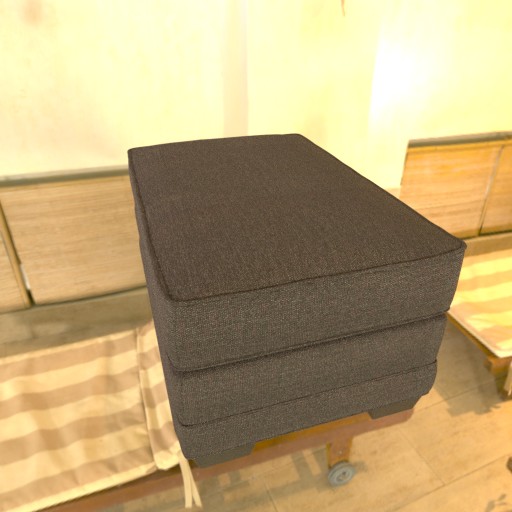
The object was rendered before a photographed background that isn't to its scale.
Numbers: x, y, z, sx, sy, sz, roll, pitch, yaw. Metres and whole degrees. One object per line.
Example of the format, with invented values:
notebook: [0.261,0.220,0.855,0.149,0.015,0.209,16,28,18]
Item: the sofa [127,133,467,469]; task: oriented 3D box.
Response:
sofa: [0.000,0.000,1.188,0.578,0.457,0.854,-9,32,-15]
